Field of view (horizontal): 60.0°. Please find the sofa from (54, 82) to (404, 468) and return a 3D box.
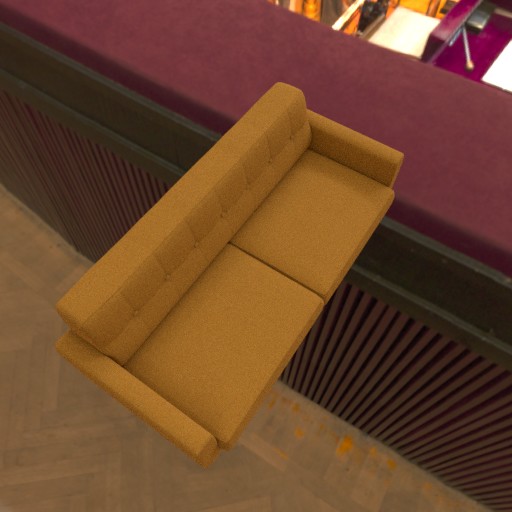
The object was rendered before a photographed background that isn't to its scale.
[{"bbox_3d":[0.000,0.000,2.476,0.909,0.841,2.029,30,64,17],"label":"sofa"}]
